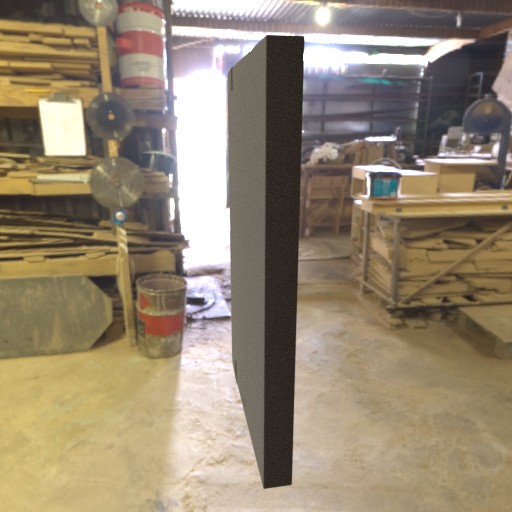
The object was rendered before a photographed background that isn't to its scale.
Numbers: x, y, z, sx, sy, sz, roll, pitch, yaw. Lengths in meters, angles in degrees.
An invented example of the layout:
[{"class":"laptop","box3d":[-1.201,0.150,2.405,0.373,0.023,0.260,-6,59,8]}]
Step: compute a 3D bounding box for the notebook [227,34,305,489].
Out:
[{"class":"notebook","box3d":[0.000,0.000,0.259,0.016,0.213,0.127,-3,17,-10]}]
